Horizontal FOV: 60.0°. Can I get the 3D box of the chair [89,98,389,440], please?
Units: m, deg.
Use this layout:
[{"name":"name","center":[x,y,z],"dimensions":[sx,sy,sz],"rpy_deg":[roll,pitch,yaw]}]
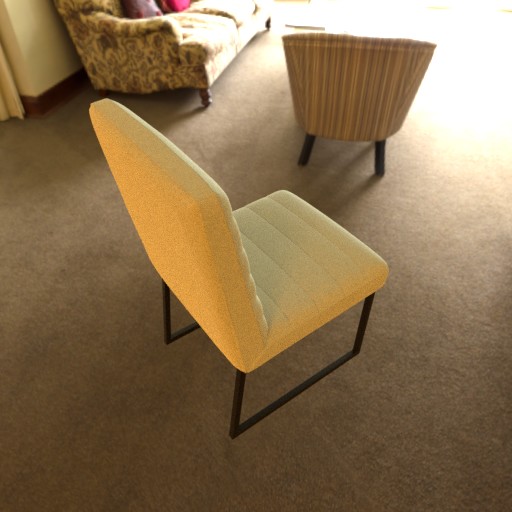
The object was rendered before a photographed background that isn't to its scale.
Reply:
[{"name":"chair","center":[0.000,0.000,1.317],"dimensions":[0.634,0.930,0.520],"rpy_deg":[-26,48,-26]}]
